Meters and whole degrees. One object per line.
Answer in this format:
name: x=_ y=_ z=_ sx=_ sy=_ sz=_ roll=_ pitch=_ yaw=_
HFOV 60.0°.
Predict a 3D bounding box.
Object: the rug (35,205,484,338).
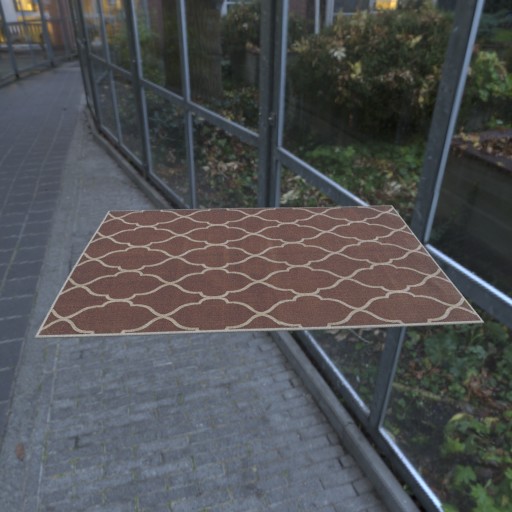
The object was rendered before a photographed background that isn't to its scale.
rug: x=0.000 y=0.000 z=2.899 sx=2.294 sy=0.014 sz=1.528 roll=-1 pitch=30 yaw=-3
